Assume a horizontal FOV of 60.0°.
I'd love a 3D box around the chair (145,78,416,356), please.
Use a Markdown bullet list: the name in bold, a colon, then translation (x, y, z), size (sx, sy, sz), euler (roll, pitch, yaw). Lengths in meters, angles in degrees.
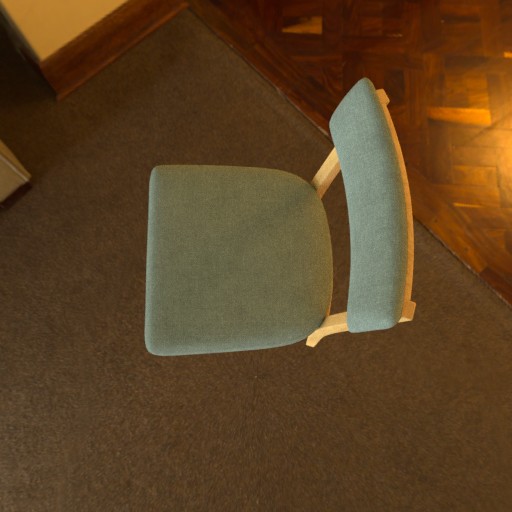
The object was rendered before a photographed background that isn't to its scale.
- **chair**: translation (0.000, 0.000, 1.188), size (0.572, 0.832, 0.508), euler (-2, 75, -1)
